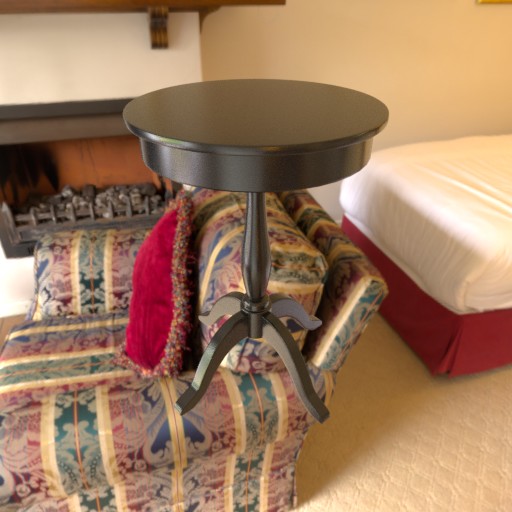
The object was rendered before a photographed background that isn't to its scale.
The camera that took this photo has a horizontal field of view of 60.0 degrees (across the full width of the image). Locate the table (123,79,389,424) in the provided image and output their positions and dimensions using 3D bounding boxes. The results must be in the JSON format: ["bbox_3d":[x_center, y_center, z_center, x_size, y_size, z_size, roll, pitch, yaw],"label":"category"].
[{"bbox_3d":[0.000,0.000,0.994,0.481,0.665,0.481,0,32,0],"label":"table"}]
